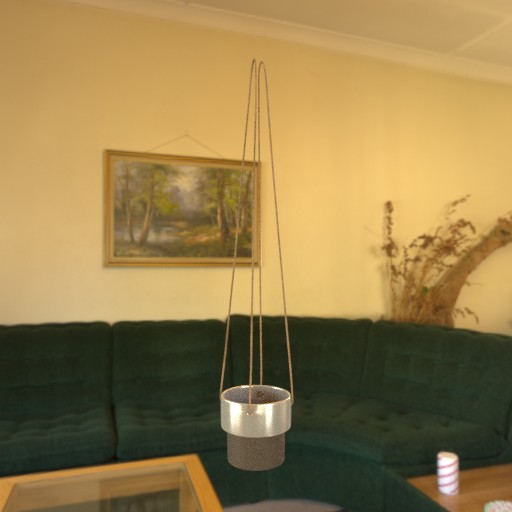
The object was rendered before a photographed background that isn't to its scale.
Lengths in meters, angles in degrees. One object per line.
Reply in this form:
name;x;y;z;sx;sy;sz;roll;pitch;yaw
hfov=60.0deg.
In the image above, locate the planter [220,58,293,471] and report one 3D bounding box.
planter;0.000;0.000;1.192;0.187;1.073;0.187;1;-2;-35
